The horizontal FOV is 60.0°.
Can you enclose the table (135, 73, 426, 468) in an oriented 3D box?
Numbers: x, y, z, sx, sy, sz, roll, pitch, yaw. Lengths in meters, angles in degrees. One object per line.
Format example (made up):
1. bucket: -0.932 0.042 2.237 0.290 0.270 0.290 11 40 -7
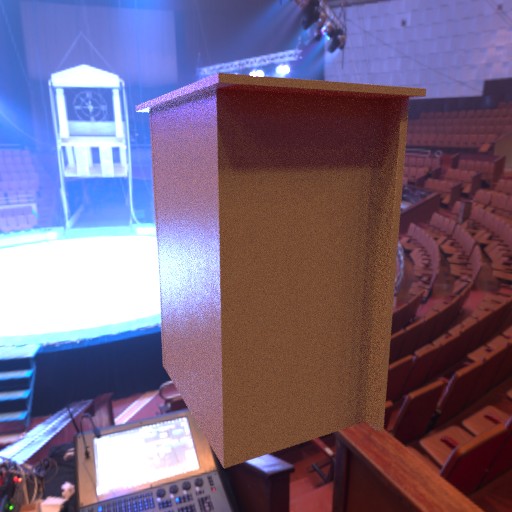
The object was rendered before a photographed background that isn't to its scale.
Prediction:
1. table: 0.000 0.000 1.060 0.406 0.711 0.589 -7 15 -25
